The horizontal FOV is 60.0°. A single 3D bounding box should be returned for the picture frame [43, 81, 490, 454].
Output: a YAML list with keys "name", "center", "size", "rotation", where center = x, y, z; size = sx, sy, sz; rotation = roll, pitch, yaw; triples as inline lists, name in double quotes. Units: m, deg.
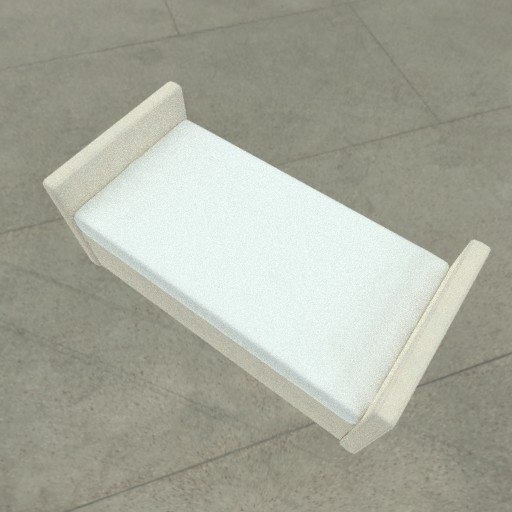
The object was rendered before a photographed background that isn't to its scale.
- name: "picture frame"
  center: [0.000, 0.000, 2.700]
  size: [2.161, 0.891, 1.069]
  rotation: [32, 64, 18]
